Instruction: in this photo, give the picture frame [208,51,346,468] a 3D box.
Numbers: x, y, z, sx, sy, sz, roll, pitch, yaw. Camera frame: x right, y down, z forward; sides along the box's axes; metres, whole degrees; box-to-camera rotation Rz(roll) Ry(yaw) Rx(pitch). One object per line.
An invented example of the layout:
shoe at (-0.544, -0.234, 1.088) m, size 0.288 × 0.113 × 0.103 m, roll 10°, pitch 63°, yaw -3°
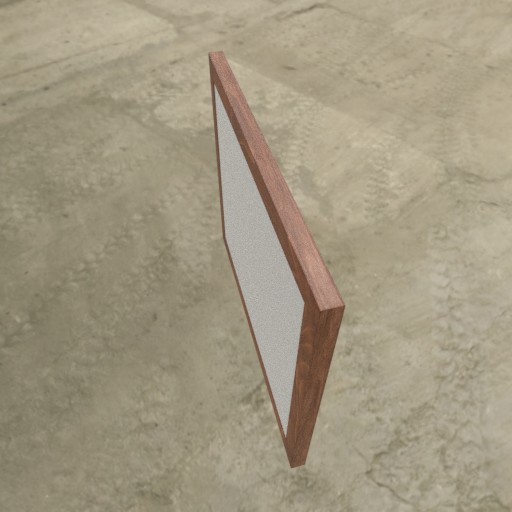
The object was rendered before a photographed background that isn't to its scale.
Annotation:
picture frame at (0.000, 0.000, 0.756) m, size 0.025 × 0.457 × 0.559 m, roll -11°, pitch 49°, yaw -10°
